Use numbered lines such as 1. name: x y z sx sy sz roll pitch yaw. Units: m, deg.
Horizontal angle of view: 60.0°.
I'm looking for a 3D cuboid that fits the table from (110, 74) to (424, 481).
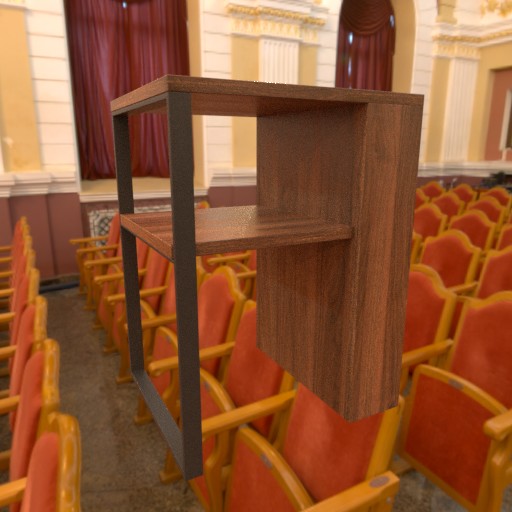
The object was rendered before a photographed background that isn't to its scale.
1. table: 0.000 0.000 1.545 0.786 1.041 0.660 -7 15 -27
